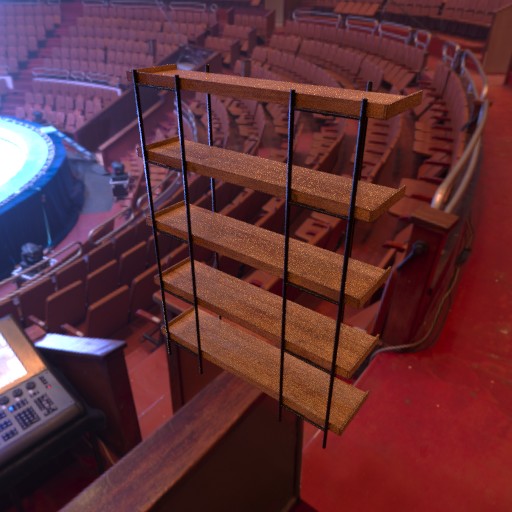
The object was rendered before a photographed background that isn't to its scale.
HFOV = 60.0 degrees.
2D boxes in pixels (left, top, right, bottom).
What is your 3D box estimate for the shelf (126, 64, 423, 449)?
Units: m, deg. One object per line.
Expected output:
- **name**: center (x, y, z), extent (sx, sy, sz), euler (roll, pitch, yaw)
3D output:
- **shelf**: center (0.000, 0.000, 2.408), extent (1.371, 1.826, 0.379), euler (21, 36, 32)
